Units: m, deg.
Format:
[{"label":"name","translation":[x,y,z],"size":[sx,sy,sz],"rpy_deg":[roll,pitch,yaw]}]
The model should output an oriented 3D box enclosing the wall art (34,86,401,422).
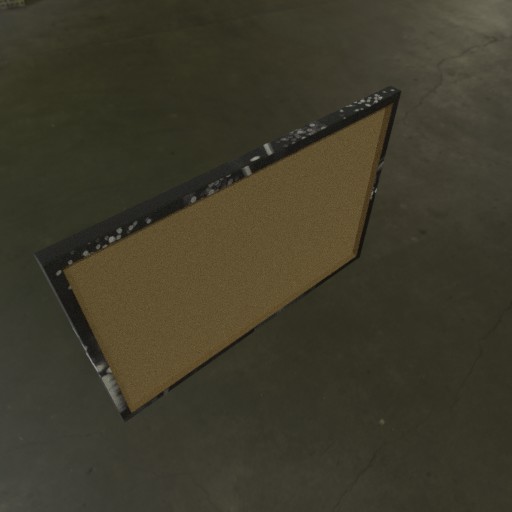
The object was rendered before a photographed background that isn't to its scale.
[{"label":"wall art","translation":[0.000,0.000,1.134],"size":[0.914,0.609,0.038],"rpy_deg":[-31,54,-26]}]
